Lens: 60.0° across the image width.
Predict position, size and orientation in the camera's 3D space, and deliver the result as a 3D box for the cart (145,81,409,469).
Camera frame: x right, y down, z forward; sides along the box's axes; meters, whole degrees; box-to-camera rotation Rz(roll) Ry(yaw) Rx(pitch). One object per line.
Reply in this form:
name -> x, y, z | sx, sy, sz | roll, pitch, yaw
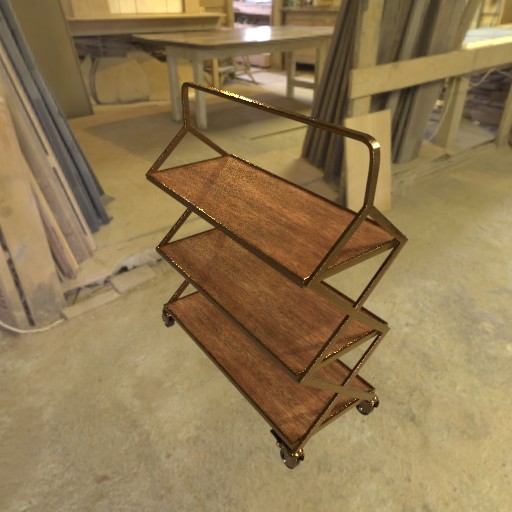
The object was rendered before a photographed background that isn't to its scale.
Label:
cart -> 0.000, 0.000, 1.197 | 0.313, 0.805, 0.723 | -21, 37, -30
